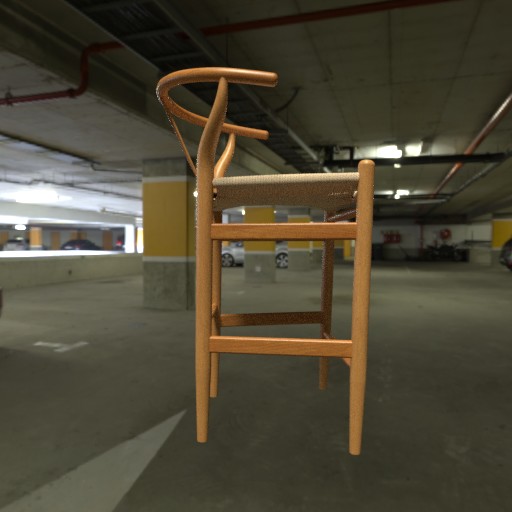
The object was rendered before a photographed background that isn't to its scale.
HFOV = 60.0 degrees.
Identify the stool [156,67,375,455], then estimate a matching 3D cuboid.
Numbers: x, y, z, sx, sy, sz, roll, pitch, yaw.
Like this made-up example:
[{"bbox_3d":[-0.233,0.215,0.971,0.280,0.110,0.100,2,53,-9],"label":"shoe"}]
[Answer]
[{"bbox_3d":[0.000,0.000,1.337,0.579,0.970,0.569,0,2,-1],"label":"stool"}]
